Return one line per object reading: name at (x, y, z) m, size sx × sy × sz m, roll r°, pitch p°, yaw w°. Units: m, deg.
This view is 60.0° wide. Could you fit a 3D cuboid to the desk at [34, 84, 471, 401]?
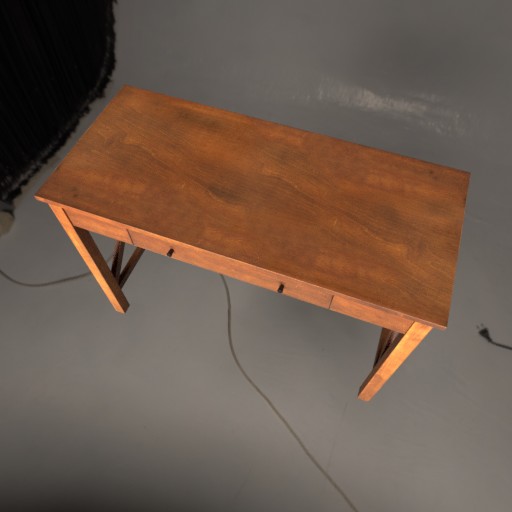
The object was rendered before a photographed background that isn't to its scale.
desk at (0.000, 0.000, 1.563) m, size 1.117 × 0.762 × 0.508 m, roll 18°, pitch 60°, yaw 11°
